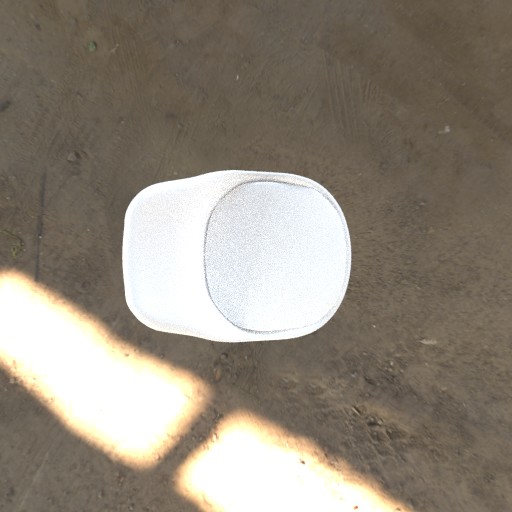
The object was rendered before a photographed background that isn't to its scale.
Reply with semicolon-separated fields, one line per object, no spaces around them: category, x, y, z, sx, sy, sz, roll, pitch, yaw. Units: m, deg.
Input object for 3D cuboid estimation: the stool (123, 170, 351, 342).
stool;0.000;0.000;1.431;0.549;1.115;0.482;0;90;-1
